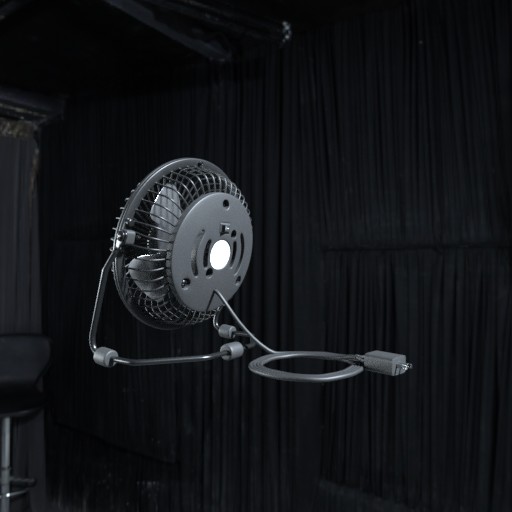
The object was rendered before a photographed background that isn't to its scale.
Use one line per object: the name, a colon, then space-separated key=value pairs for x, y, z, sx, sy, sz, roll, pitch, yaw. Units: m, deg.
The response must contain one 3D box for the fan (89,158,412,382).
fan: x=0.000 y=0.000 z=0.315 sx=0.202 sy=0.152 sz=0.153 roll=0 pitch=-1 yaw=35
